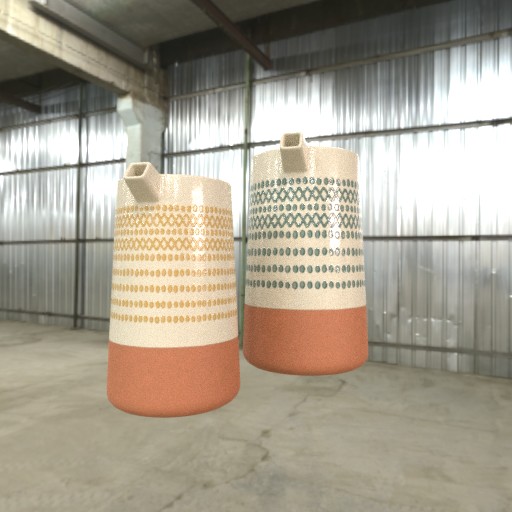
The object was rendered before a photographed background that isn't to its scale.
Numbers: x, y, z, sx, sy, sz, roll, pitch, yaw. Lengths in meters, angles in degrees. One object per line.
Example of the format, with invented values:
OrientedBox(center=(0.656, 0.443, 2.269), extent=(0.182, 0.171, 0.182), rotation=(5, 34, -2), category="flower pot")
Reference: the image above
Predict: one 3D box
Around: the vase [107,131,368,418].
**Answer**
OrientedBox(center=(0.000, 0.000, 0.468), extent=(0.326, 0.247, 0.168), rotation=(0, 0, -35), category="vase")
